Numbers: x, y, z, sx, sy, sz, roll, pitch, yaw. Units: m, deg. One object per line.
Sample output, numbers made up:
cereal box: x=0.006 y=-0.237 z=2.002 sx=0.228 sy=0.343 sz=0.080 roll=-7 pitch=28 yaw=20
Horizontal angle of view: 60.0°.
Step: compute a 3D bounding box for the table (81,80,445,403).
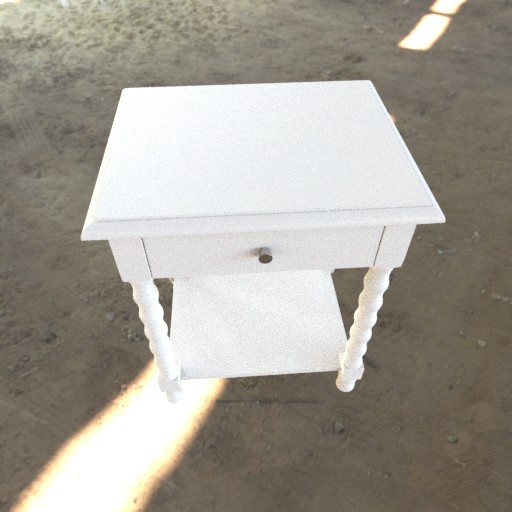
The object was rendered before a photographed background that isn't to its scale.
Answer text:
table: x=0.000 y=0.000 z=0.868 sx=0.460 sy=0.531 sz=0.381 roll=-3 pitch=47 yaw=-3
